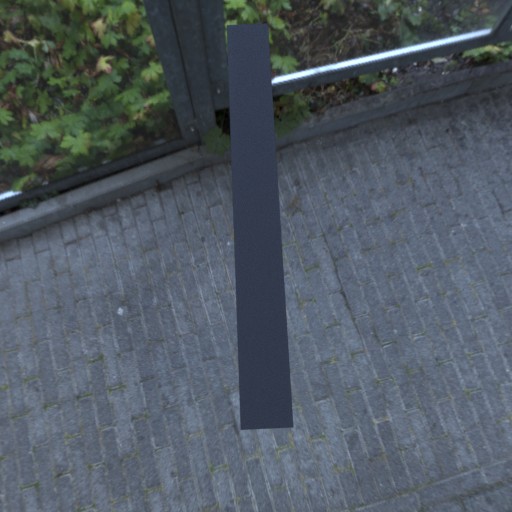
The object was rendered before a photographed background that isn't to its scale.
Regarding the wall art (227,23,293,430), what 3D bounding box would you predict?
[{"bbox_3d":[0.000,0.000,0.464,0.033,0.304,0.305,-3,75,-1],"label":"wall art"}]
